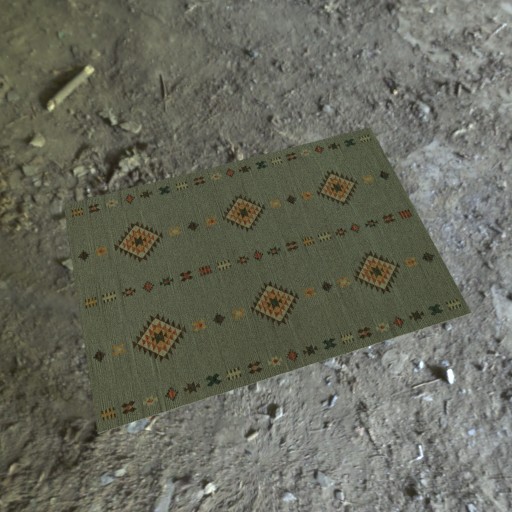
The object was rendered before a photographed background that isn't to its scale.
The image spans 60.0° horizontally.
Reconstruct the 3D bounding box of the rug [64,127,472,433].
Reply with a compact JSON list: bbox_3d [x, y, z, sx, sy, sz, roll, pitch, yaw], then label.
[{"bbox_3d":[0.000,0.000,2.286,1.818,0.005,1.217,-16,66,-7],"label":"rug"}]
